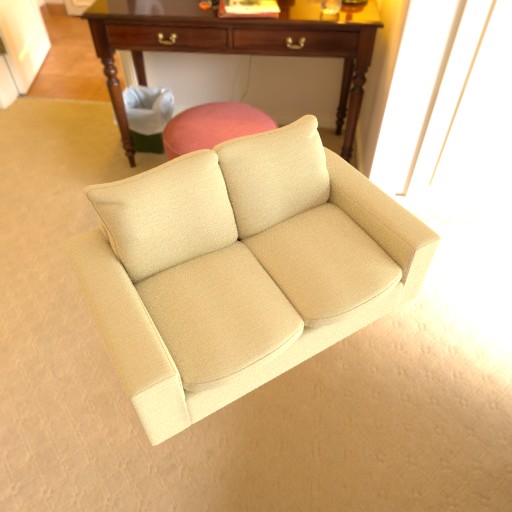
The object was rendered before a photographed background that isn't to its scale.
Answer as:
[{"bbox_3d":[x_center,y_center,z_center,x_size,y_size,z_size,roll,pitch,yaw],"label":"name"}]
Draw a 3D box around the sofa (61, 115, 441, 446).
[{"bbox_3d":[0.000,0.000,2.397,1.754,0.875,1.091,-24,51,-21],"label":"sofa"}]
